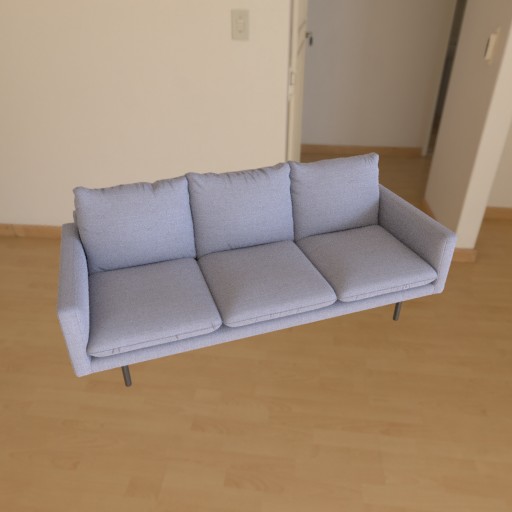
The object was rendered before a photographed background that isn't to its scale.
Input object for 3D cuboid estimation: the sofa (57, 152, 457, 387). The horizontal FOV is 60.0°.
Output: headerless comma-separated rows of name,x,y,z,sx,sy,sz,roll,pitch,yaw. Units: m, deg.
sofa,0.000,0.000,2.472,2.000,0.830,0.850,-10,33,-16
